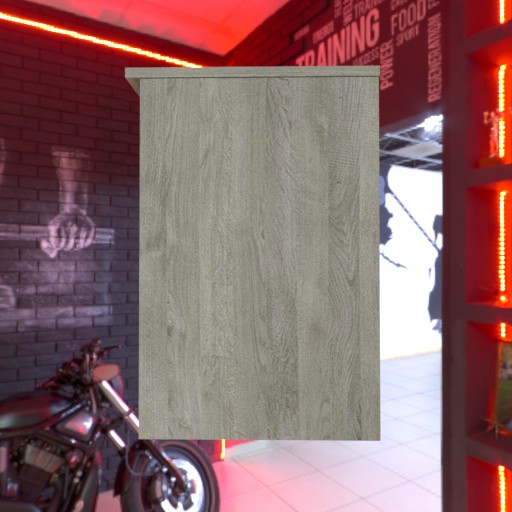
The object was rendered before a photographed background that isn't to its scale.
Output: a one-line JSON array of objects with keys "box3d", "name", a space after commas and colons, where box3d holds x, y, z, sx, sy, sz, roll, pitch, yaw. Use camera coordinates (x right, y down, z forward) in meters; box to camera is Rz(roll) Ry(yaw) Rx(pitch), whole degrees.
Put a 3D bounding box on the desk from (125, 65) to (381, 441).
[{"box3d": [0.000, 0.000, 1.305, 0.498, 0.724, 0.893, 0, -1, 1], "name": "desk"}]
